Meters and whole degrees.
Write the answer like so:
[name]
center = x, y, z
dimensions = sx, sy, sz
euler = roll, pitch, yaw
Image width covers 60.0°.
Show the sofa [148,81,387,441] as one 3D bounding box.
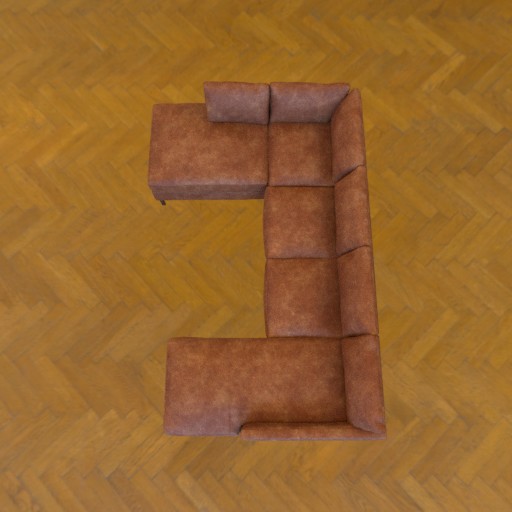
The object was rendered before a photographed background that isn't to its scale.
[sofa]
center = 0.000, 0.000, 3.845
dimensions = 1.939, 0.900, 2.956
euler = 0, 75, 0
